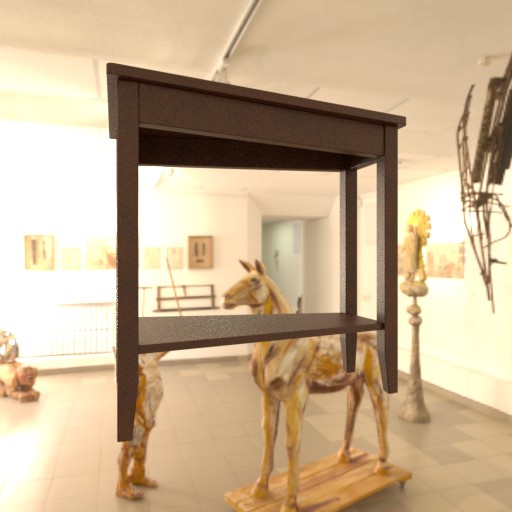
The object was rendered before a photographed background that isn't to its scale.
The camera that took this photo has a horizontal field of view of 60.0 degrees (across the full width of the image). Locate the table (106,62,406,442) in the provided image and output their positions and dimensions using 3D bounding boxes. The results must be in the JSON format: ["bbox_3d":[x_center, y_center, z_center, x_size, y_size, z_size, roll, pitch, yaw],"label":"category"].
[{"bbox_3d":[0.000,0.000,0.954,0.605,0.589,0.399,0,0,-18],"label":"table"}]
